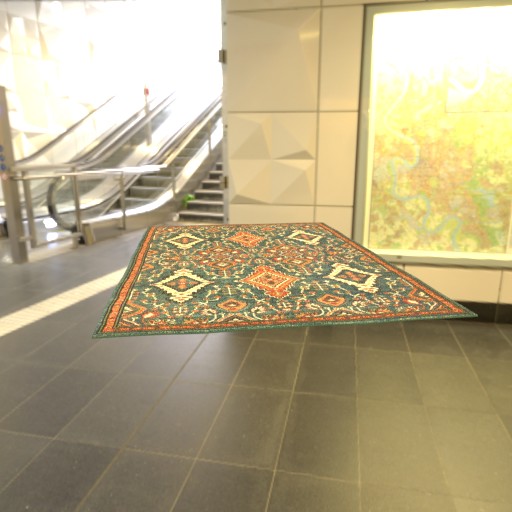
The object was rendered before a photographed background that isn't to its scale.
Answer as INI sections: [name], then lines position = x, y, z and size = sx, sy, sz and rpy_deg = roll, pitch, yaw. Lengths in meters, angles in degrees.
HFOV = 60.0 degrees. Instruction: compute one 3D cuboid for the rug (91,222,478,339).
[rug]
position = 0.000, 0.000, 2.926
size = 1.622, 0.009, 2.373
rpy_deg = -2, 14, -8
